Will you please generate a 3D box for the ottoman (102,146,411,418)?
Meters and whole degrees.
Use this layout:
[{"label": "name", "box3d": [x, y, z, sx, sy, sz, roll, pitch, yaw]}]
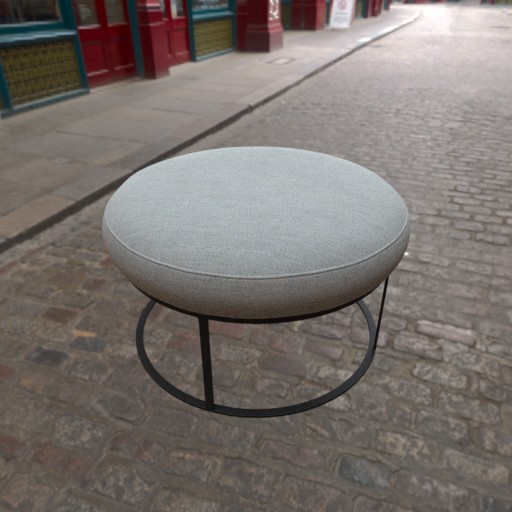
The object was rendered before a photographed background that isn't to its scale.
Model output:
[{"label": "ottoman", "box3d": [0.000, 0.000, 1.219, 0.769, 0.459, 0.769, 0, 31, 0]}]
